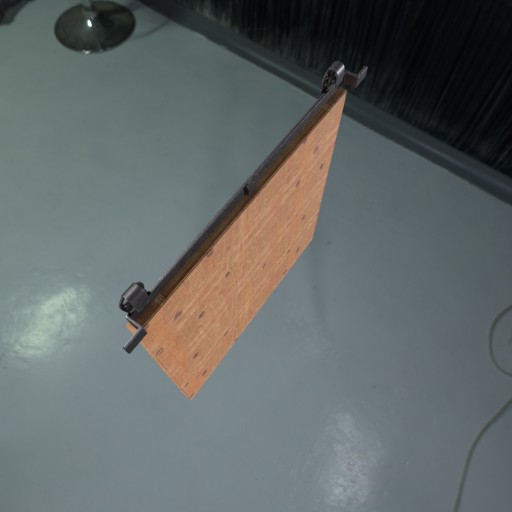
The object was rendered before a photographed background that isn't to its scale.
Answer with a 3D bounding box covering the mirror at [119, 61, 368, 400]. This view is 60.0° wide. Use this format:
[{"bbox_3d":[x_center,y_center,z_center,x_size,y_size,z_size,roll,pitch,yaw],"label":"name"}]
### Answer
[{"bbox_3d":[0.000,0.000,1.177,0.054,0.800,0.805,33,68,15],"label":"mirror"}]
